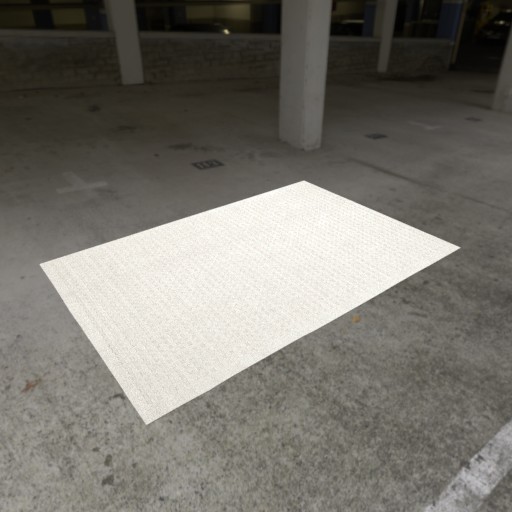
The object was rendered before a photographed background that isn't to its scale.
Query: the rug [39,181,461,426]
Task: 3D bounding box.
[{"bbox_3d":[0.000,0.000,2.880,2.289,0.006,1.523,-22,38,-32],"label":"rug"}]
